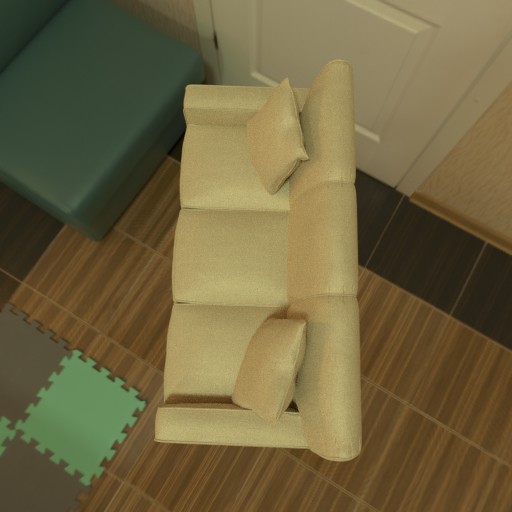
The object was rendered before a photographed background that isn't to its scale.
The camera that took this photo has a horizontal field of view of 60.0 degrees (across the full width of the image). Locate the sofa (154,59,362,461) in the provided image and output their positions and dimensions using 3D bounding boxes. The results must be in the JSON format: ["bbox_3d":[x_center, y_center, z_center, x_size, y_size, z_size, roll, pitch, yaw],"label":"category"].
[{"bbox_3d":[0.000,0.000,2.555,0.997,0.958,2.024,2,75,1],"label":"sofa"}]
